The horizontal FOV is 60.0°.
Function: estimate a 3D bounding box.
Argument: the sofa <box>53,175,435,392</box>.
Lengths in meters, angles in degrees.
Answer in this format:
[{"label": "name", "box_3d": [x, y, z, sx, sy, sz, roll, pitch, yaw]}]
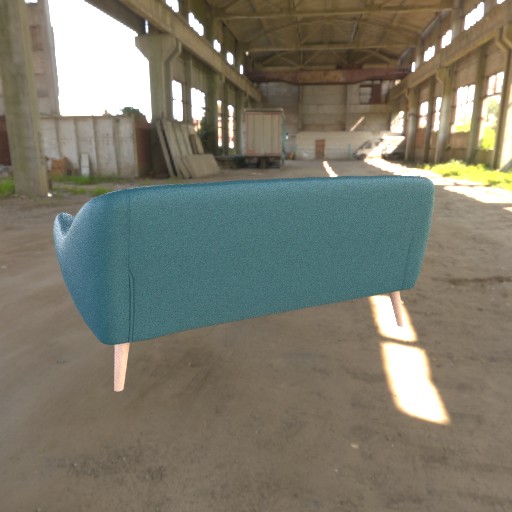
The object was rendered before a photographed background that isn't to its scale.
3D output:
[{"label": "sofa", "box_3d": [0.000, 0.000, 2.251, 1.840, 0.836, 0.820, -7, 16, -25]}]
